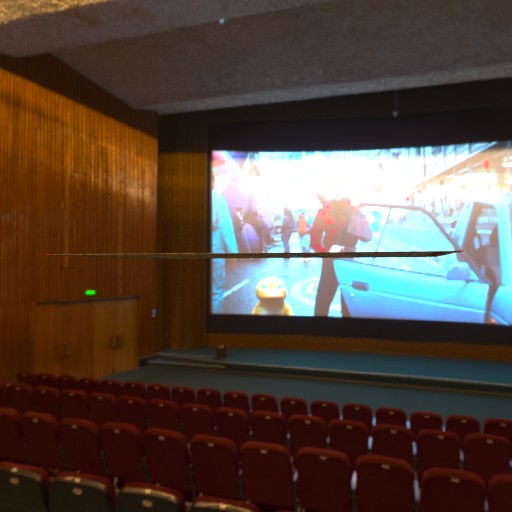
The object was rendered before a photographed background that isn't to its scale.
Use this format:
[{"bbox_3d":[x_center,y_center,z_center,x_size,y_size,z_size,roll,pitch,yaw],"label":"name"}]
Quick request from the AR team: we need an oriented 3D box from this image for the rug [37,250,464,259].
[{"bbox_3d":[0.000,0.000,3.072,2.465,0.012,1.465,0,-1,17],"label":"rug"}]
